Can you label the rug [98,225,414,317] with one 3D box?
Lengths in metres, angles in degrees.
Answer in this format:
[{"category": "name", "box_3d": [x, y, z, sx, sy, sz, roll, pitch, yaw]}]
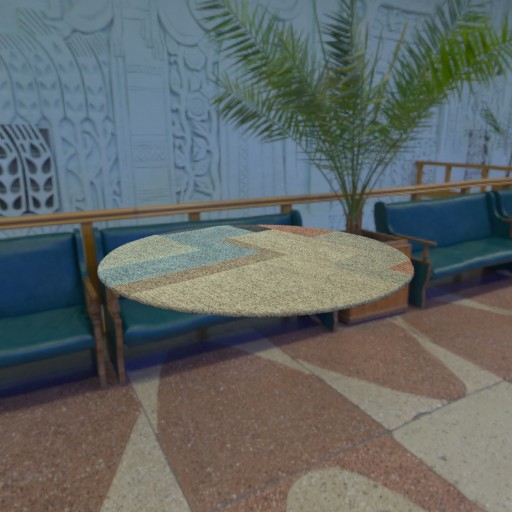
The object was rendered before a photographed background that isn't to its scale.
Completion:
[{"category": "rug", "box_3d": [0.000, 0.000, 3.641, 2.461, 0.033, 2.461, 0, 16, 0]}]
